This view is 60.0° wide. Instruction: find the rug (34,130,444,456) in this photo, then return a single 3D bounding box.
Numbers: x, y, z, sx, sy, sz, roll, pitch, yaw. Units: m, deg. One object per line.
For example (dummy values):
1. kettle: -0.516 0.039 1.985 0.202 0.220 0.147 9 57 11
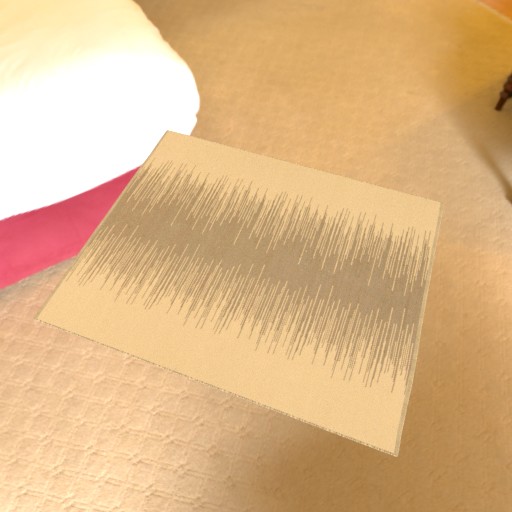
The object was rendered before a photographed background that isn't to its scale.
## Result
1. rug: 0.000 0.000 4.007 3.037 0.010 2.453 17 59 11
